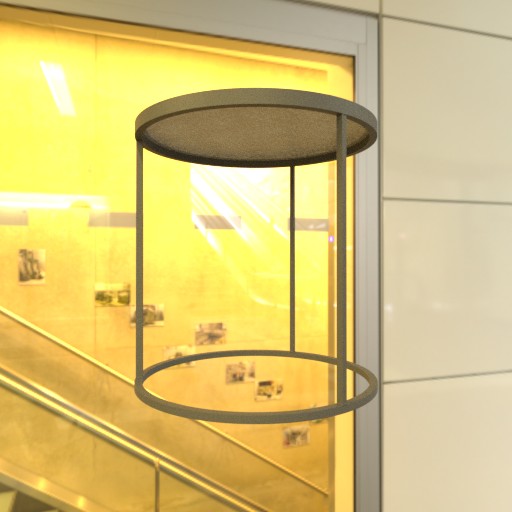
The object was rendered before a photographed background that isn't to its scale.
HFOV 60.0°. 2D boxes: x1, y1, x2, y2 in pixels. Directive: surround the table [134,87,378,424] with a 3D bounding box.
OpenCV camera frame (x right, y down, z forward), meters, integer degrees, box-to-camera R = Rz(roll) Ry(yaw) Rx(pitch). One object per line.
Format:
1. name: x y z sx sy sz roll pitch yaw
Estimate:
1. table: 0.000 0.000 0.889 0.470 0.498 0.470 0 0 0
